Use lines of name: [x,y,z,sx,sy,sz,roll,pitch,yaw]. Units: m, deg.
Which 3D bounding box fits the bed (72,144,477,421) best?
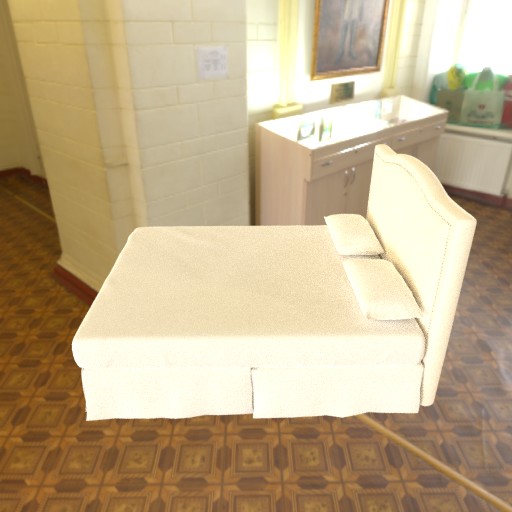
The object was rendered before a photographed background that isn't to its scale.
bed: [0.000,0.000,3.324,2.282,1.436,1.821,0,27,-1]
